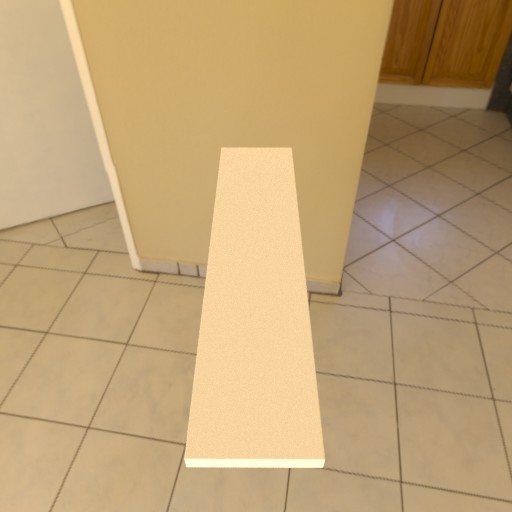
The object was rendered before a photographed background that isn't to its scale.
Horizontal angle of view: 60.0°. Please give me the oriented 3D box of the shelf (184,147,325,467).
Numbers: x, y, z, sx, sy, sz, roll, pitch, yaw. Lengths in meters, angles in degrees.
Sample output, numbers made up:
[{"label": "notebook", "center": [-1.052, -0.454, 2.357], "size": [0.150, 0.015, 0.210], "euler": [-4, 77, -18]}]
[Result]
[{"label": "shelf", "center": [0.000, 0.000, 0.668], "size": [0.140, 0.020, 0.610], "euler": [0, 43, 0]}]
